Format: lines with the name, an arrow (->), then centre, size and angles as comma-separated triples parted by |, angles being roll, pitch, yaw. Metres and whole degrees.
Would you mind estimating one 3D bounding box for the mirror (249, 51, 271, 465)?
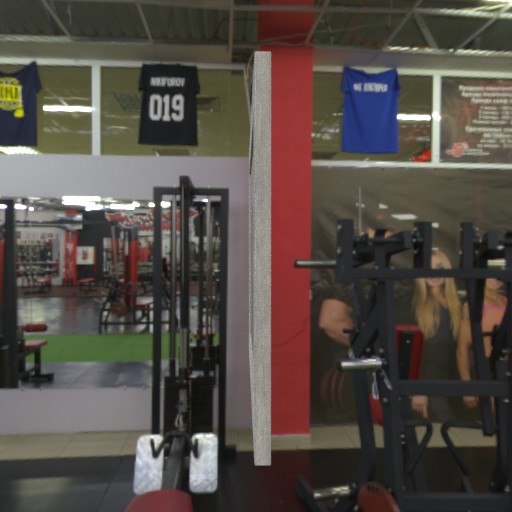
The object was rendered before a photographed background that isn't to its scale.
mirror -> 0.000, 0.000, 1.153 | 0.028, 0.689, 0.839 | 0, 1, -2
